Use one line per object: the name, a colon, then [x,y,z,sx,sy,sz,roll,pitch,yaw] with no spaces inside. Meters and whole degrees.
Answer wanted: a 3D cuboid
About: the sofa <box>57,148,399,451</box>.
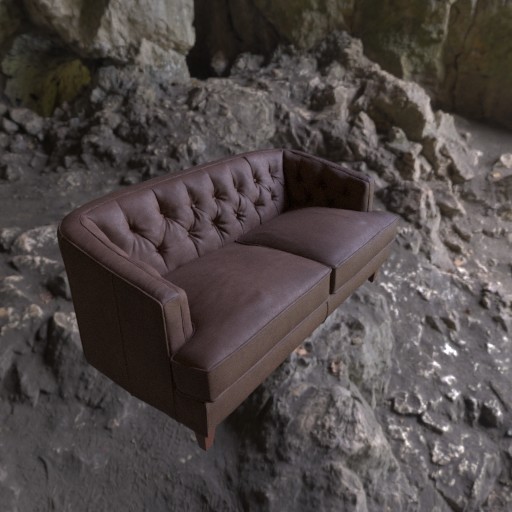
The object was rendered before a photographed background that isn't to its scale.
sofa: [0.000,0.000,2.275,0.917,0.799,1.767,17,31,32]
